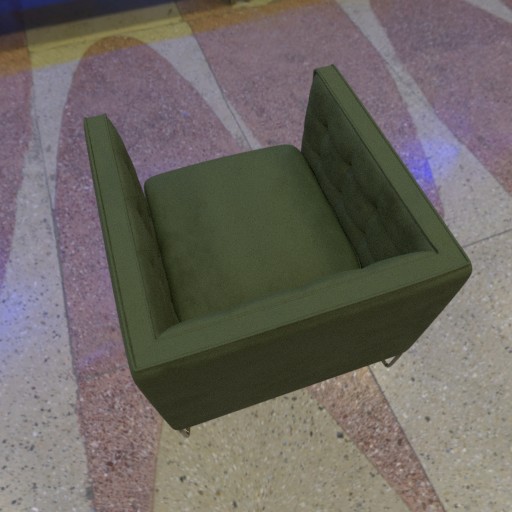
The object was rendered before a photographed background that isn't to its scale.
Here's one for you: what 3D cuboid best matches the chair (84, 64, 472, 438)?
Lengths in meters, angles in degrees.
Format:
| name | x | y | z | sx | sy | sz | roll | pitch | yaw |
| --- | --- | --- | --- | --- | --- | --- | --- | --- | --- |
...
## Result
| name | x | y | z | sx | sy | sz | roll | pitch | yaw |
| --- | --- | --- | --- | --- | --- | --- | --- | --- | --- |
| chair | 0.000 | 0.000 | 1.555 | 0.880 | 0.790 | 0.894 | -16 | 59 | -10 |
